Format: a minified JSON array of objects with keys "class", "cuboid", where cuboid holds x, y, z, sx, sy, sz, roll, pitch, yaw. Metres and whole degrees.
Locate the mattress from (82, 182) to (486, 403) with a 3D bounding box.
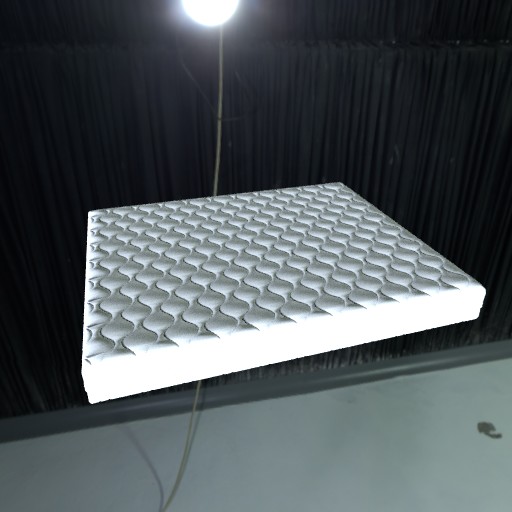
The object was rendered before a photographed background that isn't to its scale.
[{"class":"mattress","cuboid":[0.000,0.000,2.636,1.900,0.200,1.600,-9,31,-15]}]
